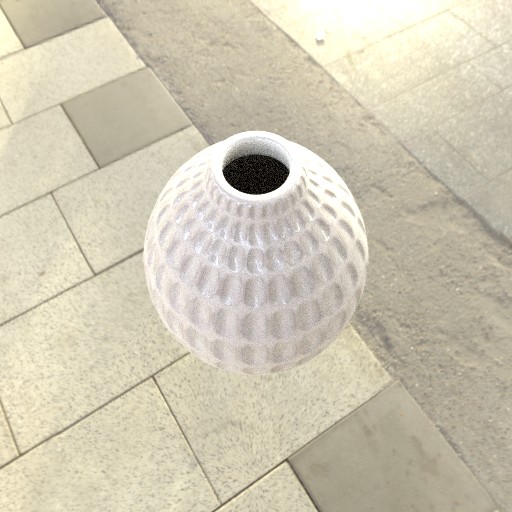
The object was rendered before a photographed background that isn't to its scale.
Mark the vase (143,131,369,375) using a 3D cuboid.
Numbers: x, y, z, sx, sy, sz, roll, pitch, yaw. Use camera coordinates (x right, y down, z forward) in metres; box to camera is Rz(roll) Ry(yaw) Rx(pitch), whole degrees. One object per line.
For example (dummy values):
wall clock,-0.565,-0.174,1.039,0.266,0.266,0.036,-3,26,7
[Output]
vase,0.000,0.000,0.258,0.128,0.167,0.128,0,63,0
